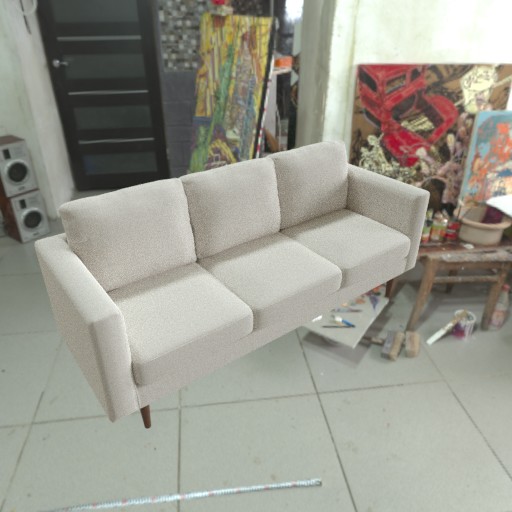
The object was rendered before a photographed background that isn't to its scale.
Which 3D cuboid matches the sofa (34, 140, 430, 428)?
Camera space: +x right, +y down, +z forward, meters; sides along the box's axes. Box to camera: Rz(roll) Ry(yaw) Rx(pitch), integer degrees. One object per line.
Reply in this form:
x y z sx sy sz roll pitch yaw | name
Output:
0.000 0.000 2.451 2.029 0.912 0.802 -21 36 -31 | sofa
